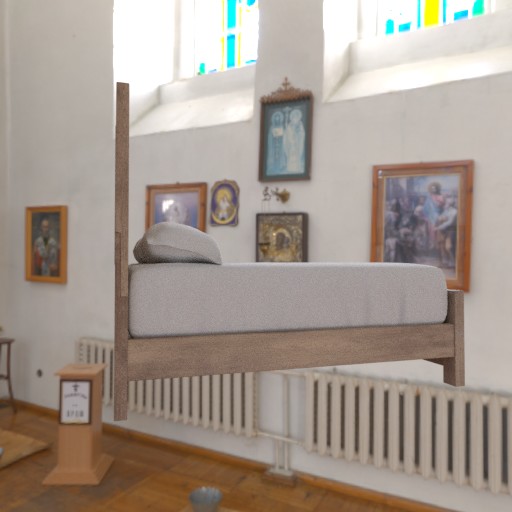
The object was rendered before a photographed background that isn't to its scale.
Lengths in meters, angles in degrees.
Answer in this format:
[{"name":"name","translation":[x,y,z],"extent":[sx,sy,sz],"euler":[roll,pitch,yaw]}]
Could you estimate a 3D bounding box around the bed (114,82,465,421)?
[{"name":"bed","translation":[0.000,0.000,3.394],"extent":[2.062,1.626,2.032],"euler":[0,-1,-18]}]
